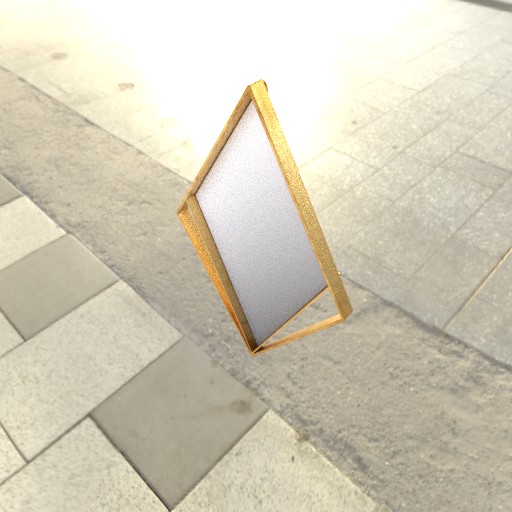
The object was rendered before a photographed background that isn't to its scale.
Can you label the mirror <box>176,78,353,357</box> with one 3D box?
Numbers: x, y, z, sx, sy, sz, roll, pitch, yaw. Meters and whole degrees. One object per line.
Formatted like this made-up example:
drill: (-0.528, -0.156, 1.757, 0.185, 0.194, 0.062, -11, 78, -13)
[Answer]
mirror: (0.000, 0.000, 0.843, 0.419, 0.679, 0.032, 32, 54, 27)
